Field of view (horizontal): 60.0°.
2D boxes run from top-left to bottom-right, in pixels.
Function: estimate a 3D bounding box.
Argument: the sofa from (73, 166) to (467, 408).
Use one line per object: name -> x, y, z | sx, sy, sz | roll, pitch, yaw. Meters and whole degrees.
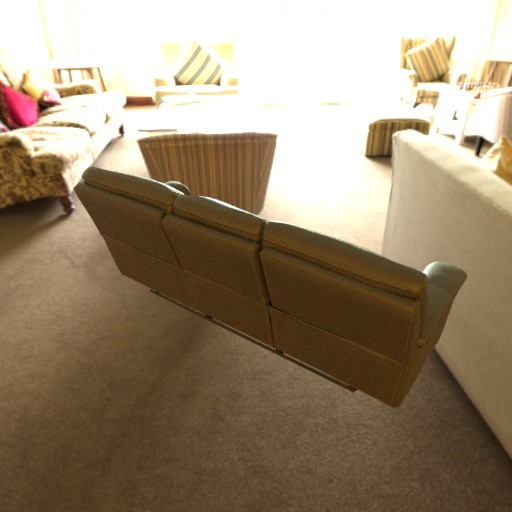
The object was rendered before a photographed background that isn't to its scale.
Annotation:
sofa -> 0.000, 0.000, 3.171 | 2.627, 1.134, 1.104 | 20, 36, 30
